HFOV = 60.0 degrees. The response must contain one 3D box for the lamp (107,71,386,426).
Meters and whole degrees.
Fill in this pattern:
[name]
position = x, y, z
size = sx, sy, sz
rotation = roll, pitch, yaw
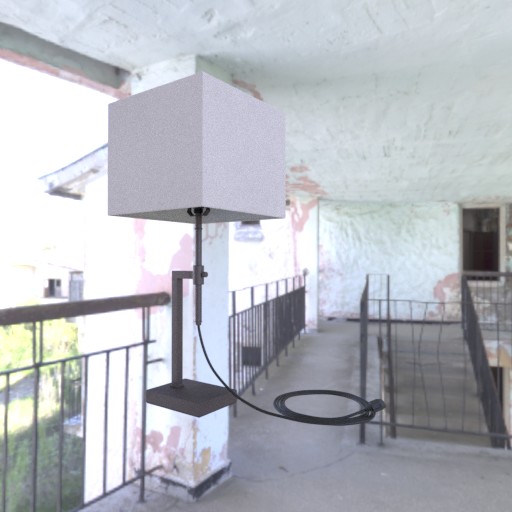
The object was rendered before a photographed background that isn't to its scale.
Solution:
[lamp]
position = 0.000, 0.000, 0.969
size = 0.504, 0.660, 0.399
rotation = 0, -1, 36
